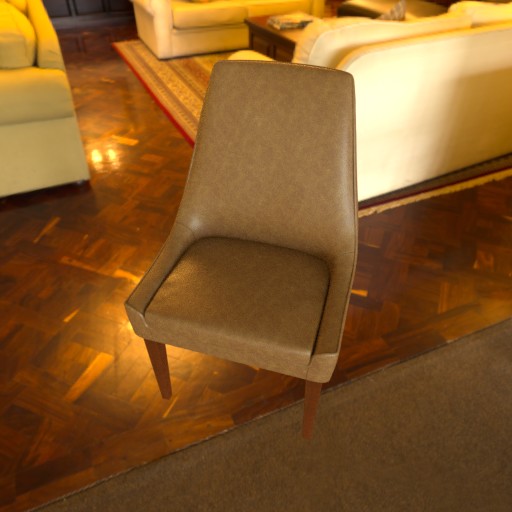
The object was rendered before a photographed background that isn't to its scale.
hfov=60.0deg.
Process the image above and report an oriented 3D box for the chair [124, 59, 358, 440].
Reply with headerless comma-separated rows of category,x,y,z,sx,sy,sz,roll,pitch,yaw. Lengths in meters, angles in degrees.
chair,0.000,0.000,1.198,0.529,0.861,0.544,11,41,13
